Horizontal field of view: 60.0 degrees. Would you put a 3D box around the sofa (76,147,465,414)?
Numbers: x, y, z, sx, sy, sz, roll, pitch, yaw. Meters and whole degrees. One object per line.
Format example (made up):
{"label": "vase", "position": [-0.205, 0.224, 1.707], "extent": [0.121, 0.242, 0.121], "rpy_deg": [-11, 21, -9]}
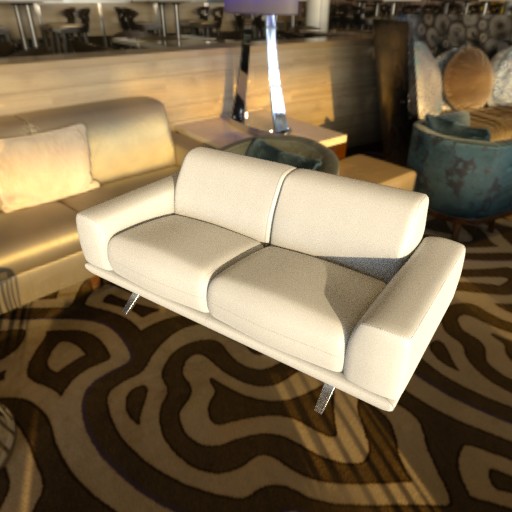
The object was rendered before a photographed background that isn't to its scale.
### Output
{"label": "sofa", "position": [0.000, 0.000, 2.378], "extent": [1.901, 0.772, 0.900], "rpy_deg": [19, 35, 29]}
